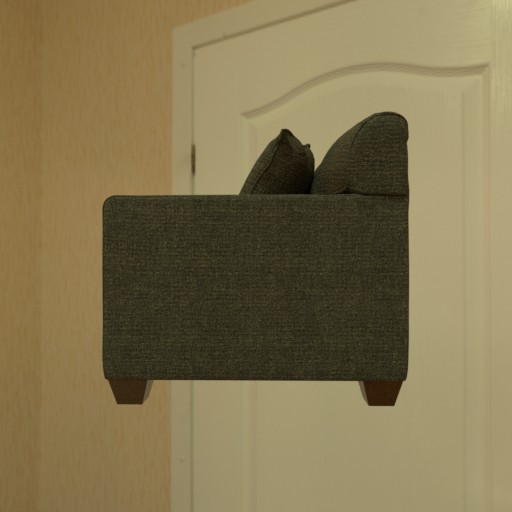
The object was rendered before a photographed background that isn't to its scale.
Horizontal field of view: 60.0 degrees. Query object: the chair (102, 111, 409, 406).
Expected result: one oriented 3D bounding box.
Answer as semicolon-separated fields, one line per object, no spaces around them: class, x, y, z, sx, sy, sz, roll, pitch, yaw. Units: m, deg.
chair;0.000;0.000;2.039;1.000;0.948;1.383;0;-1;1
